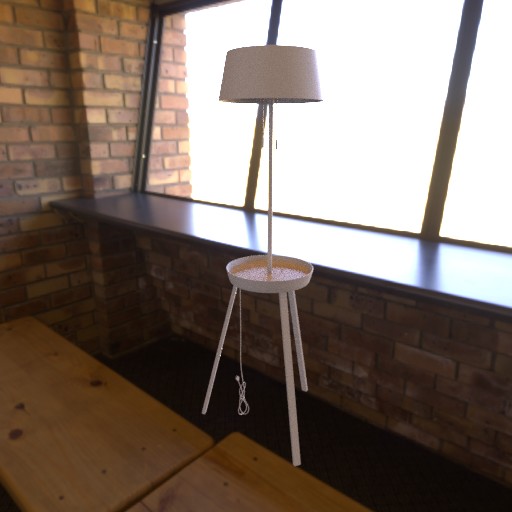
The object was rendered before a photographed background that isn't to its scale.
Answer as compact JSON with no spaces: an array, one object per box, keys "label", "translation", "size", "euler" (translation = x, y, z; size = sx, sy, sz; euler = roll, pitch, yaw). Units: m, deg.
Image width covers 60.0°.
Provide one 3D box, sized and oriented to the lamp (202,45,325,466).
[{"label":"lamp","translation":[0.000,0.000,1.675],"size":[0.468,1.429,0.508],"euler":[3,16,9]}]
